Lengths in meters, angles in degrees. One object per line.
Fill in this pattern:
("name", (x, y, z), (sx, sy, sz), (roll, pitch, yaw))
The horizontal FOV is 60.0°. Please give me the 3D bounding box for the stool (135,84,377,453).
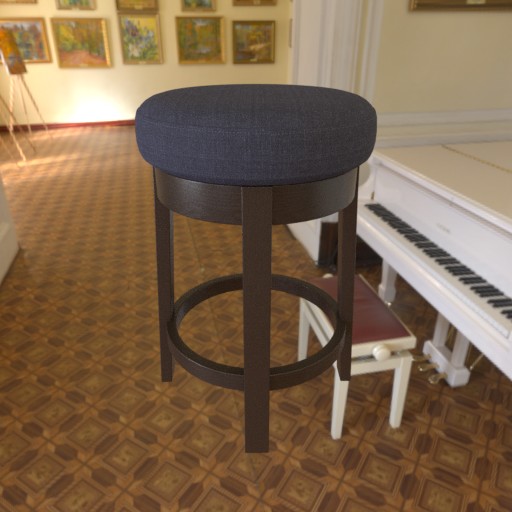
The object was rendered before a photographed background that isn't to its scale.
("stool", (0.000, 0.000, 0.930), (0.449, 0.655, 0.449), (0, 27, 0))
